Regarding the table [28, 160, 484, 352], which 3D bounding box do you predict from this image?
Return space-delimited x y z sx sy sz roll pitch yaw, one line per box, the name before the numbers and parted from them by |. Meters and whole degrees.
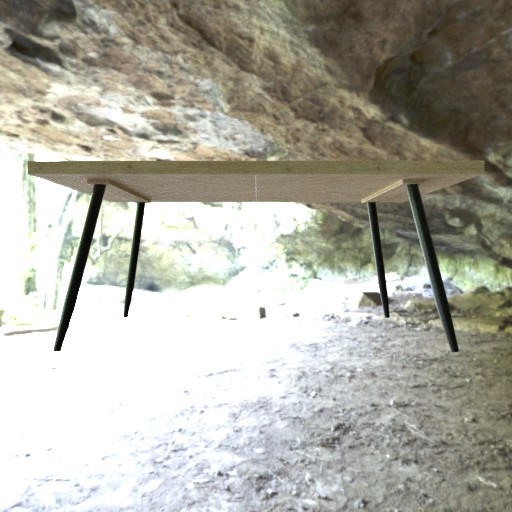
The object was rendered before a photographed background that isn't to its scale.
table | 0.000 0.000 2.250 1.803 0.762 0.991 0 0 0
